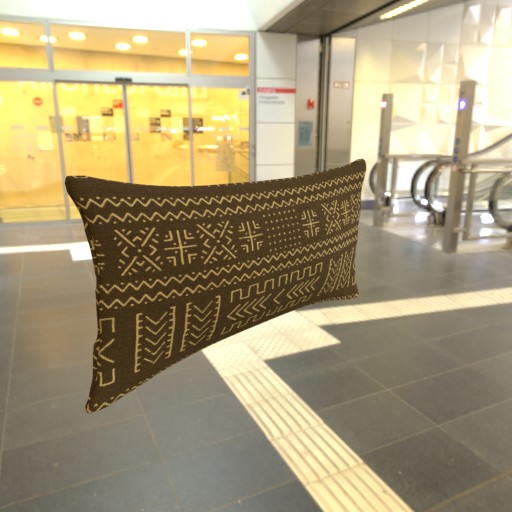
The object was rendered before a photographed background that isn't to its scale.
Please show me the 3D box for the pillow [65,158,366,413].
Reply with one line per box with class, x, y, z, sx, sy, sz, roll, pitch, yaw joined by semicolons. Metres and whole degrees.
pillow;0.000;0.000;0.792;0.135;0.322;0.667;15;21;43
